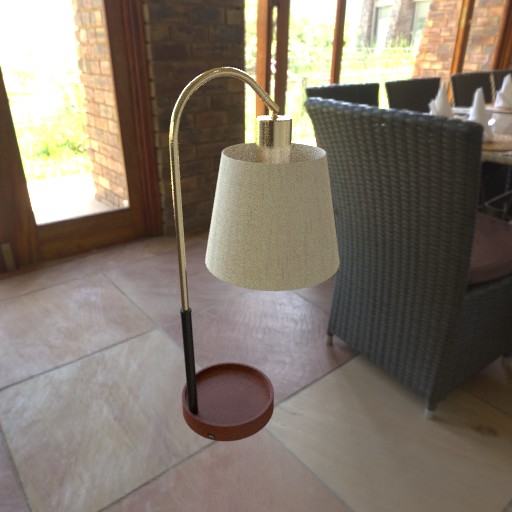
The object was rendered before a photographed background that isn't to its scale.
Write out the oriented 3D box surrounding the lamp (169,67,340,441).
[{"bbox_3d":[0.000,0.000,0.681,0.273,0.536,0.211,-17,30,-32],"label":"lamp"}]
